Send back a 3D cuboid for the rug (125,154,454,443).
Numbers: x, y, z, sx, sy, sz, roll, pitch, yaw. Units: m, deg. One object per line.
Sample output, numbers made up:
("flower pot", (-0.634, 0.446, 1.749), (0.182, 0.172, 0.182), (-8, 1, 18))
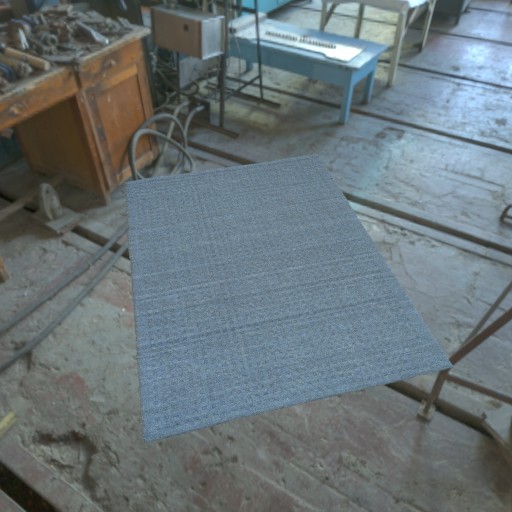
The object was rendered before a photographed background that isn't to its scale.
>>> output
("rug", (0.000, 0.000, 4.394), (2.443, 0.007, 3.200), (-10, 46, -10))
